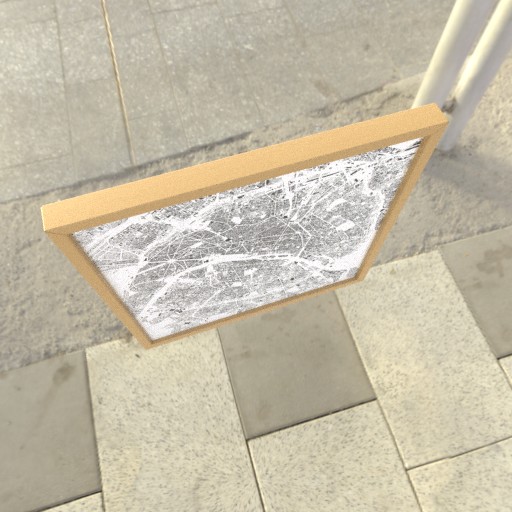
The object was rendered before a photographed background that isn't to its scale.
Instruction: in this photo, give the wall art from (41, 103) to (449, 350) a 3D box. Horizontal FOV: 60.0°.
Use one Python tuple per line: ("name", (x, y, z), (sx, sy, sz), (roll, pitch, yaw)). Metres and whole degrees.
("wall art", (0.000, 0.000, 0.764), (0.509, 0.509, 0.036), (-17, 65, -8))
